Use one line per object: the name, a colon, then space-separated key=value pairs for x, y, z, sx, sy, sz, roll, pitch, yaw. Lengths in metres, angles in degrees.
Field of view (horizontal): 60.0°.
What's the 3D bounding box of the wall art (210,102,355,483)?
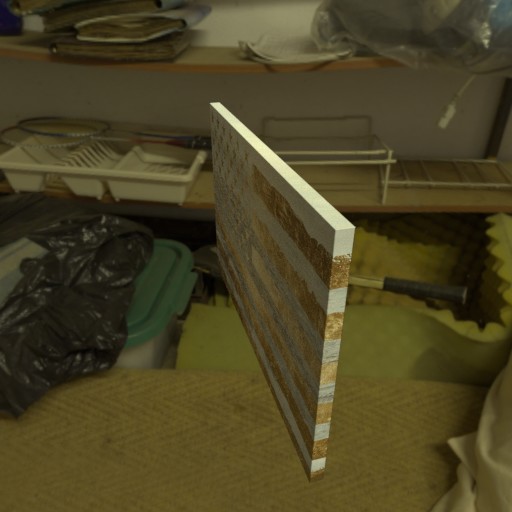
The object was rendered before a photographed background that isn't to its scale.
wall art: x=0.000 y=0.000 z=1.473 sx=0.041 sy=0.762 sz=1.145 roll=-9 pitch=32 yaw=-14
